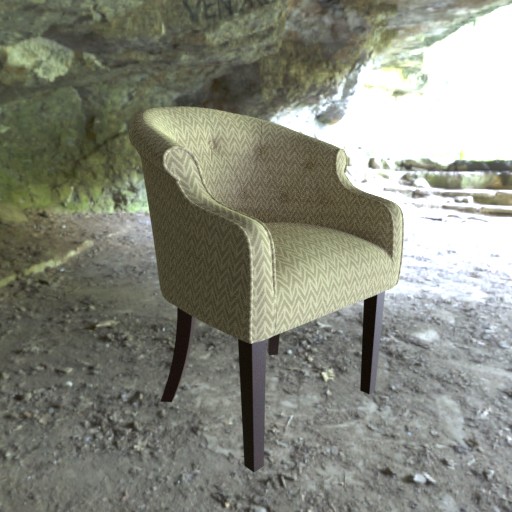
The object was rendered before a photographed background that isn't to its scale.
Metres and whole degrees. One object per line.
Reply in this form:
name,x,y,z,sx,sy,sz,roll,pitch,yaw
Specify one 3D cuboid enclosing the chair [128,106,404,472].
chair,0.000,0.000,1.287,0.686,0.858,0.613,-12,18,-43
